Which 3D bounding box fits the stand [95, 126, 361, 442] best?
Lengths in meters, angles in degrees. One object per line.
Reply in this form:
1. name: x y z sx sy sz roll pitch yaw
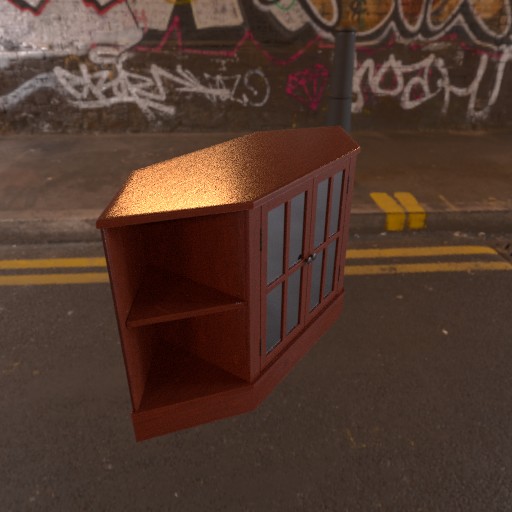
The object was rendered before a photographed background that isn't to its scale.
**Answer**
1. stand: 0.000 0.000 1.374 0.381 0.614 1.072 18 33 30
